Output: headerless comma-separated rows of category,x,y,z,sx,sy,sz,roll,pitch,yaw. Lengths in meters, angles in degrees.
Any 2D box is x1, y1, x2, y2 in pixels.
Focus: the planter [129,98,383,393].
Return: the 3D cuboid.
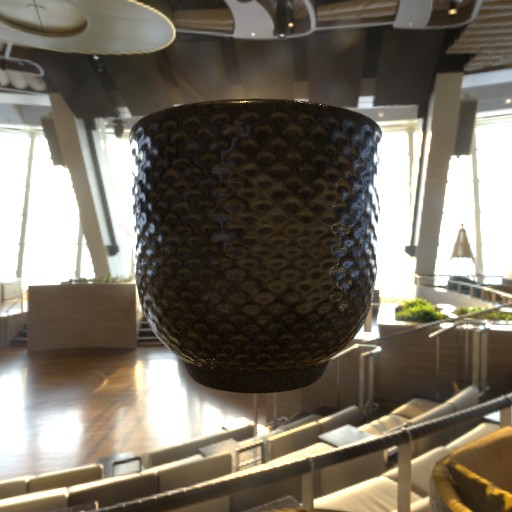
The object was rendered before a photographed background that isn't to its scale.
planter,0.000,0.000,0.358,0.197,0.191,0.197,0,1,0
